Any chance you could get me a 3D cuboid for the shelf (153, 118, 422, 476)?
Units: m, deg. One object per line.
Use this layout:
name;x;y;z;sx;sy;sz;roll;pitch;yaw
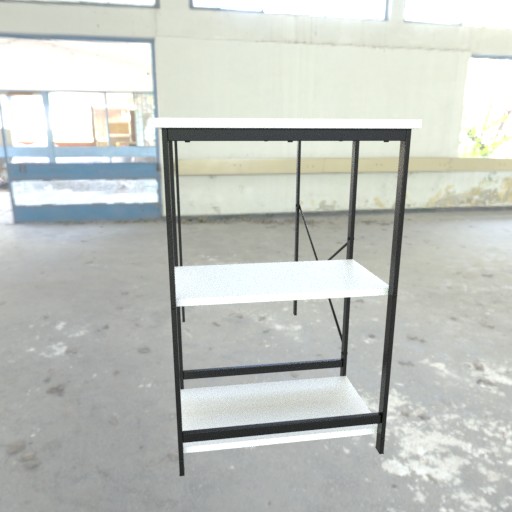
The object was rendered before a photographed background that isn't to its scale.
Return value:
shelf;0.000;0.000;1.329;0.498;0.750;0.902;-2;15;-8
